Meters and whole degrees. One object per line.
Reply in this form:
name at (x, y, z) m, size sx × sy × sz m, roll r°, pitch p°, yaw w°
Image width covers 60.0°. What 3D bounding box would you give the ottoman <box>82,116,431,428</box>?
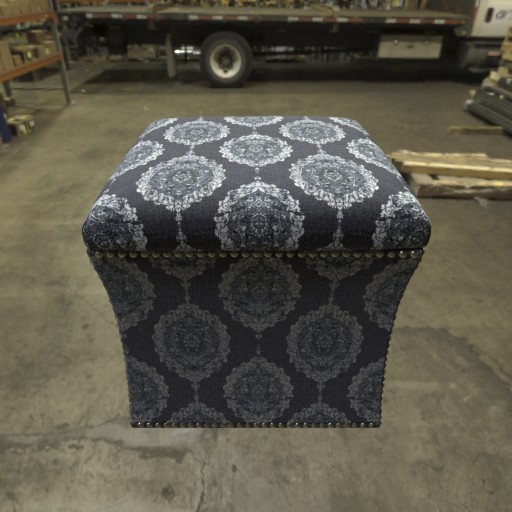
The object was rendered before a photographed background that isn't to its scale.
ottoman at (0.000, 0.000, 0.902) m, size 0.497 × 0.475 × 0.507 m, roll 0°, pitch 32°, yaw 0°
